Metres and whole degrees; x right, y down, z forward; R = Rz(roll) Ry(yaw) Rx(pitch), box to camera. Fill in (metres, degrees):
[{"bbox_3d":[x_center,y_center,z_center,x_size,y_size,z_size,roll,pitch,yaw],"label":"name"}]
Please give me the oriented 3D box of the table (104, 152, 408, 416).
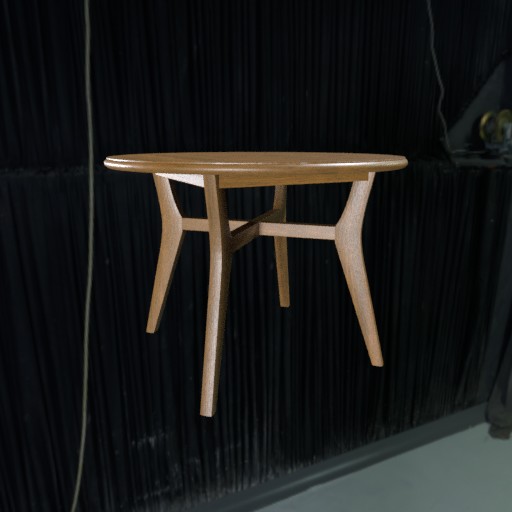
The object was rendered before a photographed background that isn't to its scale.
[{"bbox_3d":[0.000,0.000,1.714,1.055,0.757,1.055,0,15,0],"label":"table"}]
